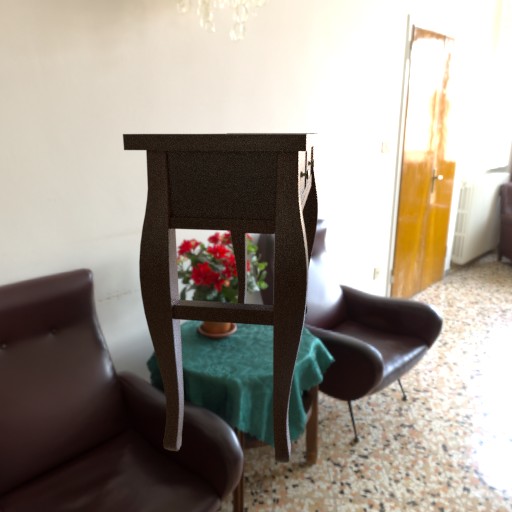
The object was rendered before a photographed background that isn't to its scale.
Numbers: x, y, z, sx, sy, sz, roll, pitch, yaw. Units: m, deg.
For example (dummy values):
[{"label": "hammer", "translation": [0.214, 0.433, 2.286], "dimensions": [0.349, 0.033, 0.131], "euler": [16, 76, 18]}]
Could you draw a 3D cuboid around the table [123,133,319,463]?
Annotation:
[{"label": "table", "translation": [0.000, 0.000, 1.441], "dimensions": [0.373, 0.768, 1.062], "euler": [2, 16, 9]}]
